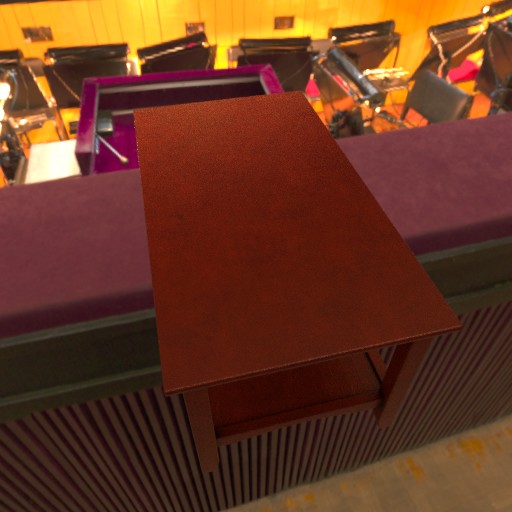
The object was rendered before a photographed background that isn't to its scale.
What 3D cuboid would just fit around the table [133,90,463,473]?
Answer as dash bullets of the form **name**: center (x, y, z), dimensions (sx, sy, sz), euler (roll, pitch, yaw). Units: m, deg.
- **table**: center (0.000, 0.000, 1.227), dimensions (0.533, 0.456, 0.943), euler (-10, 47, -10)
